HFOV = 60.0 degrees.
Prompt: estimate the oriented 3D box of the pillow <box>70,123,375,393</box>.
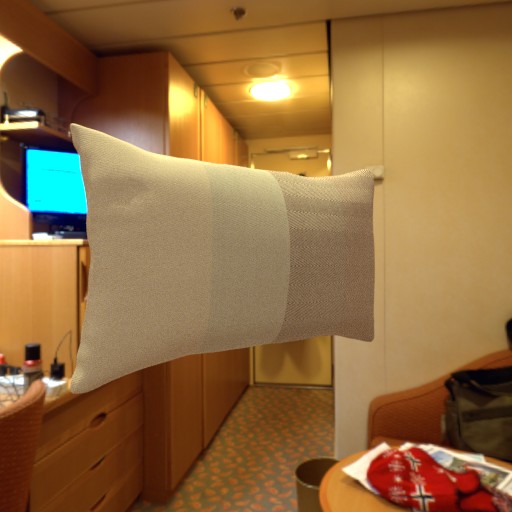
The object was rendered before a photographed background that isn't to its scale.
[{"bbox_3d":[0.000,0.000,0.637,0.506,0.305,0.139,0,0,-36],"label":"pillow"}]
